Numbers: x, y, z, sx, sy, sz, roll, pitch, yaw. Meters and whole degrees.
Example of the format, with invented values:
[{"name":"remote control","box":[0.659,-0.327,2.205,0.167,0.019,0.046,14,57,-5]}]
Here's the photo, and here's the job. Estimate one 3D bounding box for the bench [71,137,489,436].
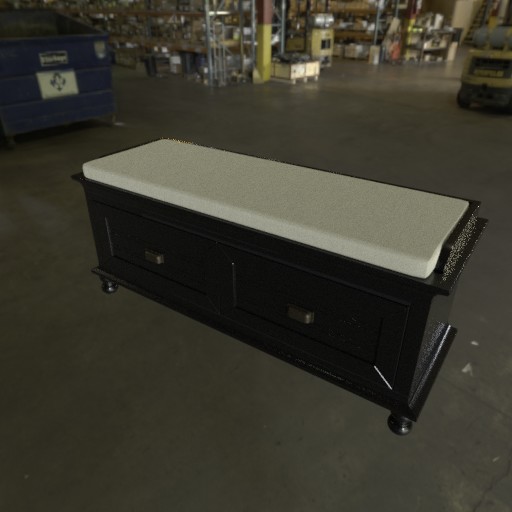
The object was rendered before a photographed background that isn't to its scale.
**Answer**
[{"name":"bench","box":[0.000,0.000,1.390,1.185,0.501,0.402,19,34,29]}]
